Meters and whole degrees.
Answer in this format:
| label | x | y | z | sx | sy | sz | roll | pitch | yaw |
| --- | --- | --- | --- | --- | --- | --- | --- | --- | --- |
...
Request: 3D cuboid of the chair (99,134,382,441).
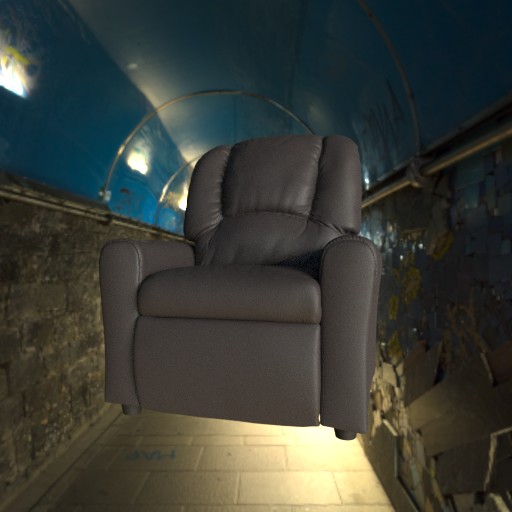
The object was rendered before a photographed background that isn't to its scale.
| label | x | y | z | sx | sy | sz | roll | pitch | yaw |
| --- | --- | --- | --- | --- | --- | --- | --- | --- | --- |
| chair | 0.000 | 0.000 | 1.117 | 0.610 | 0.709 | 0.521 | 0 | 0 | 16 |
